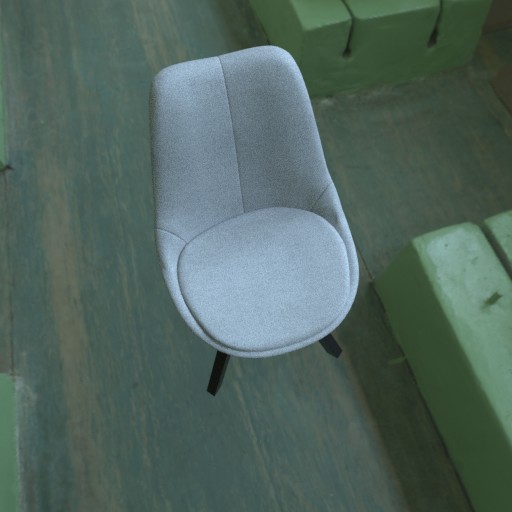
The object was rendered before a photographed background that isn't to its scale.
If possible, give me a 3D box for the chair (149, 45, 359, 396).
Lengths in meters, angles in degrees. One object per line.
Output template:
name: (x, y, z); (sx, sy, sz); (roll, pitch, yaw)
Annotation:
chair: (0.000, 0.000, 1.171); (0.485, 0.850, 0.550); (-16, 64, -8)
